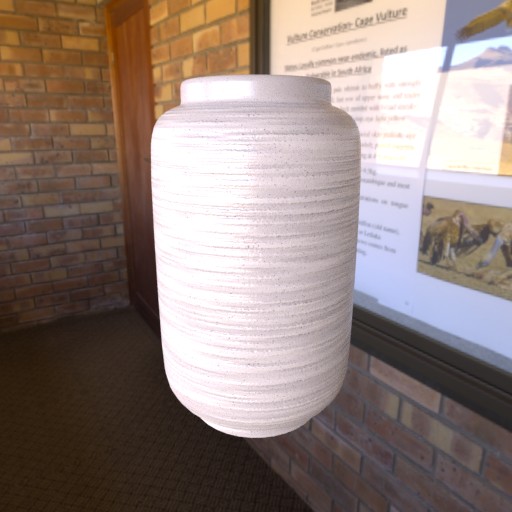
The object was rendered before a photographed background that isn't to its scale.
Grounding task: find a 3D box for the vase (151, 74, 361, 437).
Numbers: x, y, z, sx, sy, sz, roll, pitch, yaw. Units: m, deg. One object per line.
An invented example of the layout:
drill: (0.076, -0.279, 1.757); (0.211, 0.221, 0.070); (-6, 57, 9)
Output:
vase: (0.000, 0.000, 0.458); (0.202, 0.335, 0.202); (0, 16, 0)
